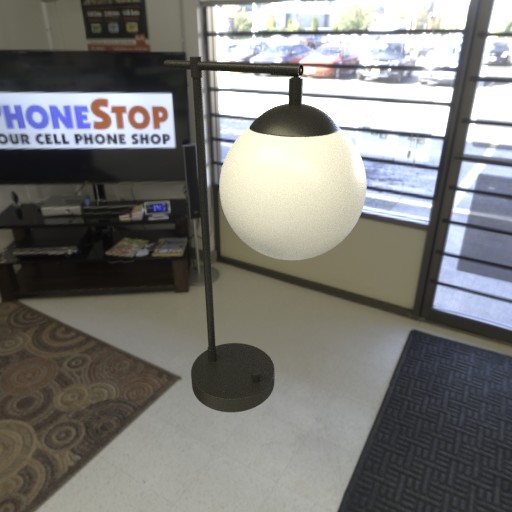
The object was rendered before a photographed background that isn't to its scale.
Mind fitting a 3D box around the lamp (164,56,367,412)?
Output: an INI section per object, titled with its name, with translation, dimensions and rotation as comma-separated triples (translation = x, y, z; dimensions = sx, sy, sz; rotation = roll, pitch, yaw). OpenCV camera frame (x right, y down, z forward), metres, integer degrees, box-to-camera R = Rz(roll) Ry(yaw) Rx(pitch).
[lamp]
translation = 0.000, 0.000, 0.686
dimensions = 0.316, 0.559, 0.197
rotation = 17, 31, 30
